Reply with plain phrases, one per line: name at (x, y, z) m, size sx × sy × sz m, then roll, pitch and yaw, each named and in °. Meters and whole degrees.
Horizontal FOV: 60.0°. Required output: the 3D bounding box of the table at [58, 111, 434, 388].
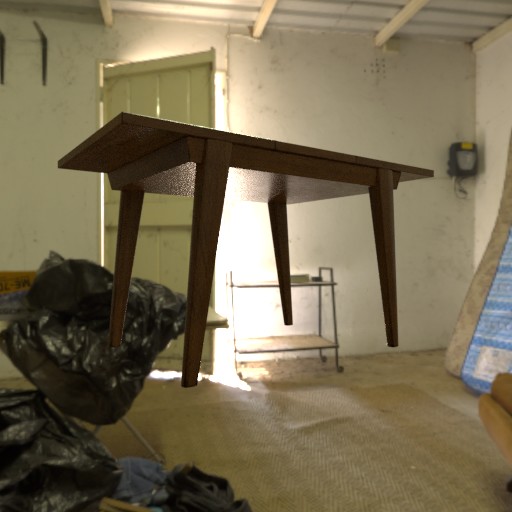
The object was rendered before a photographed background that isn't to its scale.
table at (0.000, 0.000, 1.868) m, size 1.400 × 0.760 × 0.757 m, roll 0°, pitch 0°, yaw -36°
